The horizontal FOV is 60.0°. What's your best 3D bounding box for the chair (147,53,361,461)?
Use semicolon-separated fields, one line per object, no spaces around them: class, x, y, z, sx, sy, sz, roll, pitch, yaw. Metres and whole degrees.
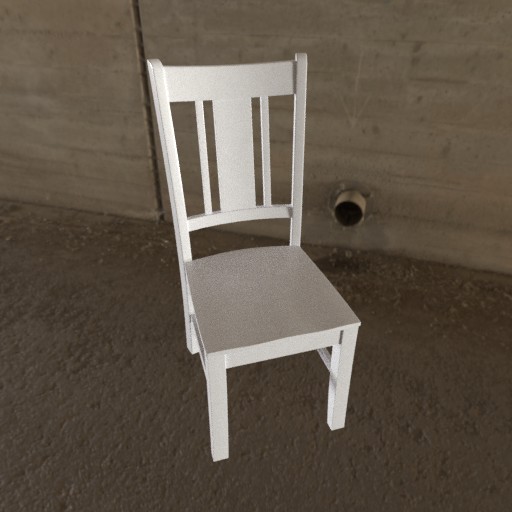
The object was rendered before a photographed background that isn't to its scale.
chair;0.000;0.000;1.277;0.450;0.998;0.555;-9;33;-14
